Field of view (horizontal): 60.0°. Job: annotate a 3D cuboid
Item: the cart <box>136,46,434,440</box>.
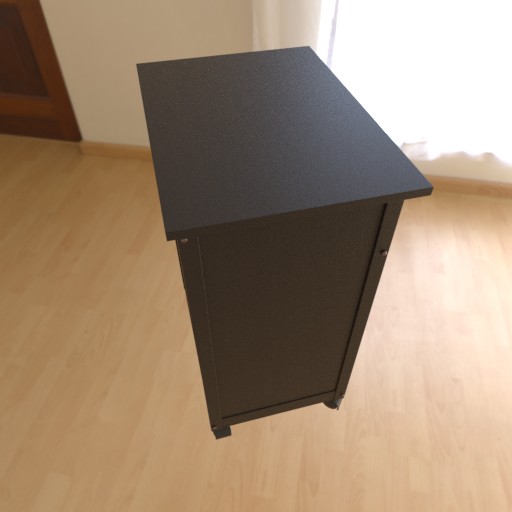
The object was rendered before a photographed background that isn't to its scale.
[{"bbox_3d":[0.000,0.000,1.250,0.456,0.879,0.660,-11,47,-10],"label":"cart"}]
